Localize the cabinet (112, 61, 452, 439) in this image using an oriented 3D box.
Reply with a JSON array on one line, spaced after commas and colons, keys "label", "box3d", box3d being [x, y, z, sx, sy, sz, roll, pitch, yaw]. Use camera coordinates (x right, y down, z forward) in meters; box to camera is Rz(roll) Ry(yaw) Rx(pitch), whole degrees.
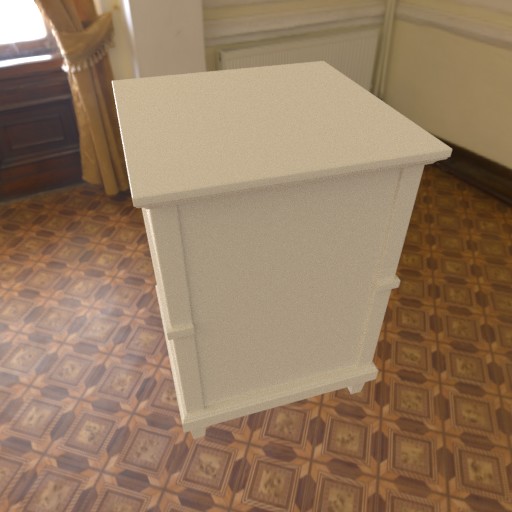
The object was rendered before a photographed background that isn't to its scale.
[{"label": "cabinet", "box3d": [0.000, 0.000, 1.151, 0.544, 0.775, 0.547, -11, 41, -13]}]
